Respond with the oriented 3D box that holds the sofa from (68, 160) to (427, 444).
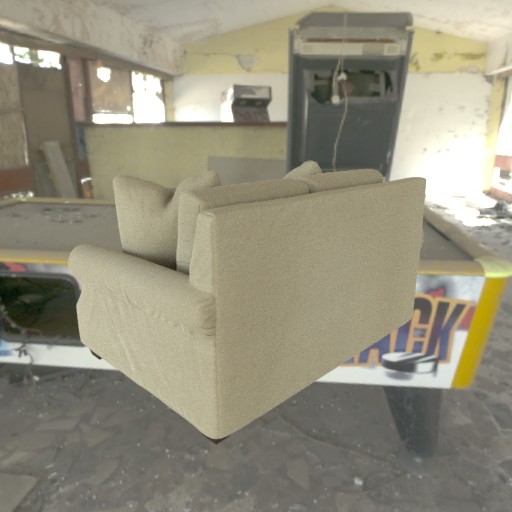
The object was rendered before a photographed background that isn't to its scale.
[{"bbox_3d":[0.000,0.000,2.202,1.070,0.905,1.550,15,22,42],"label":"sofa"}]
